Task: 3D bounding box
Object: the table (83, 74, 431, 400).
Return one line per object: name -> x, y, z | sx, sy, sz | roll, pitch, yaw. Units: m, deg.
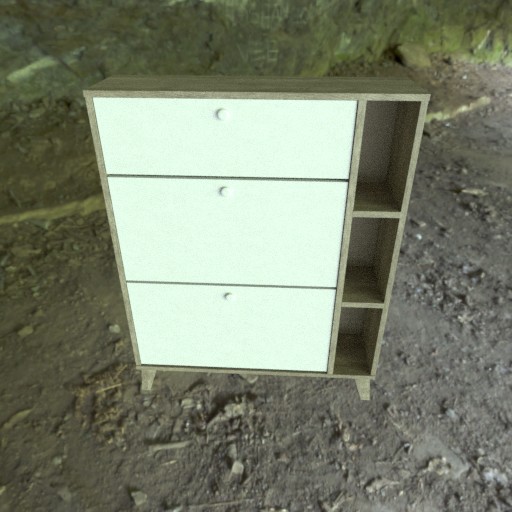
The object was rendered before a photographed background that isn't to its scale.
table -> 0.000, 0.000, 1.544 | 0.902, 1.135, 0.256 | 2, 31, 3
